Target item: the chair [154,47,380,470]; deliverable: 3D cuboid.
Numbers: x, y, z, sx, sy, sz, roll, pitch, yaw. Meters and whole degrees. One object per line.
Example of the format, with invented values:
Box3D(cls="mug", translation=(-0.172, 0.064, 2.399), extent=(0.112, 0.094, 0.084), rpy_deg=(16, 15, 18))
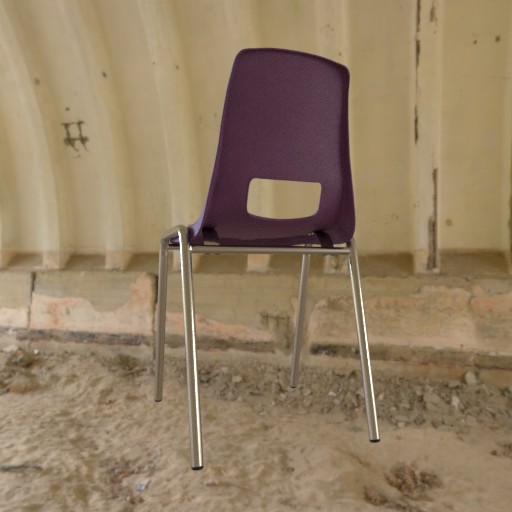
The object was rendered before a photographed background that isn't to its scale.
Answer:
Box3D(cls="chair", translation=(0.000, 0.000, 0.958), extent=(0.381, 0.704, 0.432), rpy_deg=(0, -1, -20))
